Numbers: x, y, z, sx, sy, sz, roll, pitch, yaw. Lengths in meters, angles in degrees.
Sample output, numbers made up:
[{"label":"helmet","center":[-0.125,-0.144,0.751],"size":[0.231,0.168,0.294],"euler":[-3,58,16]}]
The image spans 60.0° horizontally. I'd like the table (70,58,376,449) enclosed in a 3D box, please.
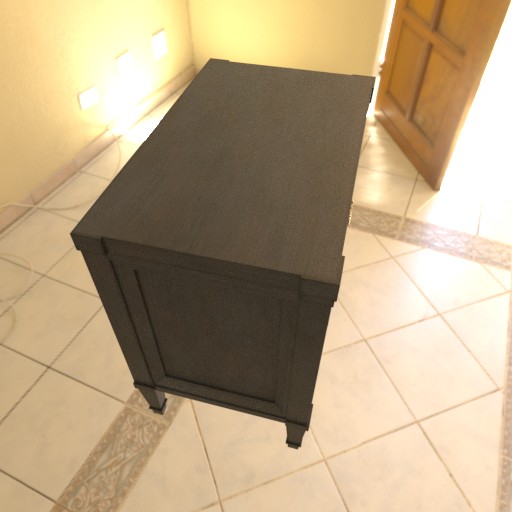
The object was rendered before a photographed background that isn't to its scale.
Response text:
[{"label":"table","center":[0.000,0.000,1.095],"size":[0.413,0.660,0.660],"euler":[11,47,10]}]
